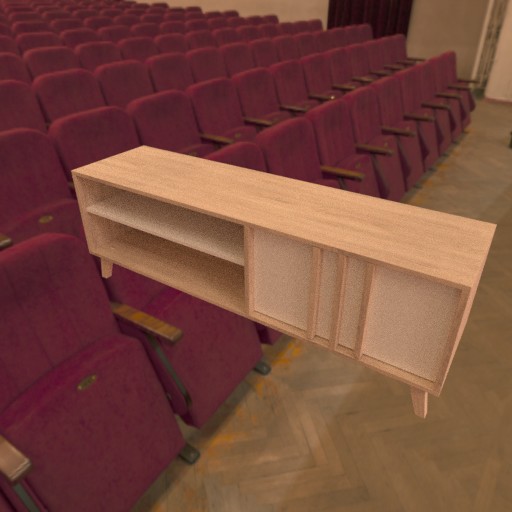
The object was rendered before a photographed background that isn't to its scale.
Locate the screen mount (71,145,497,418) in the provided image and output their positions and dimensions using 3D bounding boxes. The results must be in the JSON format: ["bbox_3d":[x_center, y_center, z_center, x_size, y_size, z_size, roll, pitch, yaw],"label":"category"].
[{"bbox_3d":[0.000,0.000,1.695,1.500,0.510,0.400,18,35,28],"label":"screen mount"}]
